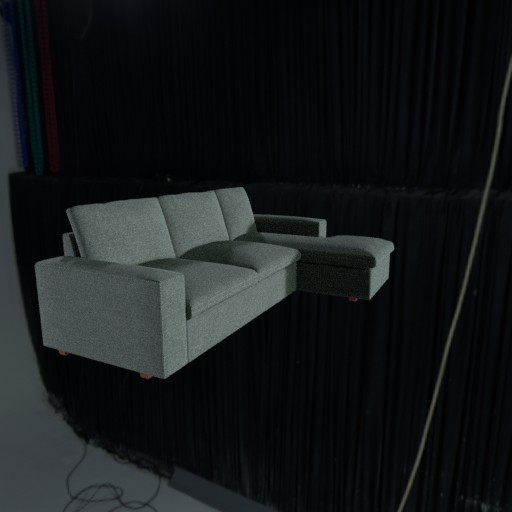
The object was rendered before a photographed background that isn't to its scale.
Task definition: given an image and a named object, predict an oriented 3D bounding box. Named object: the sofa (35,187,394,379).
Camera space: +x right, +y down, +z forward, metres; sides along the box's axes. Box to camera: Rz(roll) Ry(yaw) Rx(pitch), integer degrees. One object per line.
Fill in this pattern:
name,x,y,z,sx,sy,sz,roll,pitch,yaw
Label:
sofa,0.000,0.000,3.565,1.689,0.940,2.718,6,14,27
